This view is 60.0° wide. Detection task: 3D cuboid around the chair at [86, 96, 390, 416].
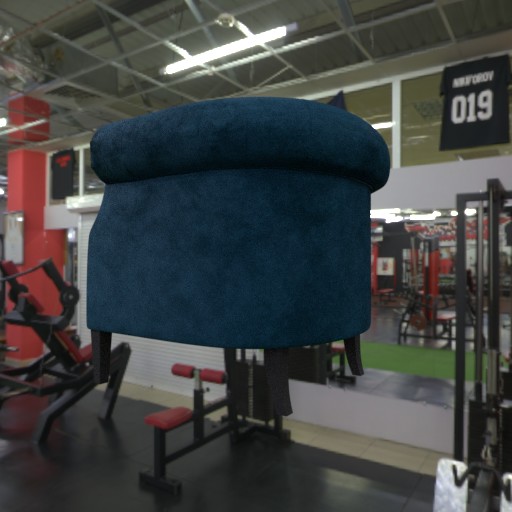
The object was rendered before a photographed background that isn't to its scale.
[{"bbox_3d":[0.000,0.000,1.508,0.851,0.826,0.904,0,-1,36],"label":"chair"}]
